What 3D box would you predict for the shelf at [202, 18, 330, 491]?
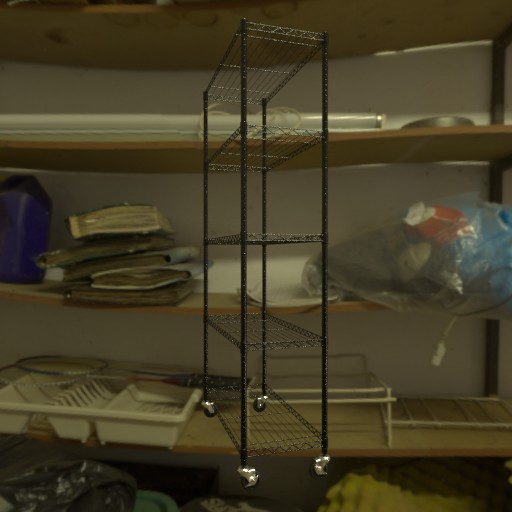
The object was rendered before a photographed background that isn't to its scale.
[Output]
[{"bbox_3d":[0.000,0.000,1.938,0.356,1.645,0.762,0,0,-17],"label":"shelf"}]
